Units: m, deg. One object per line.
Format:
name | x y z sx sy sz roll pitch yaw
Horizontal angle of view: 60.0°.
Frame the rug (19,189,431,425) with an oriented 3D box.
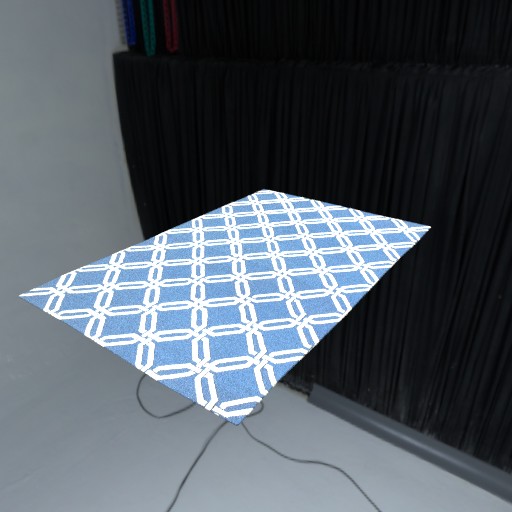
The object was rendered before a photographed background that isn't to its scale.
rug | 0.000 0.000 2.142 1.153 0.010 1.755 18 32 32
